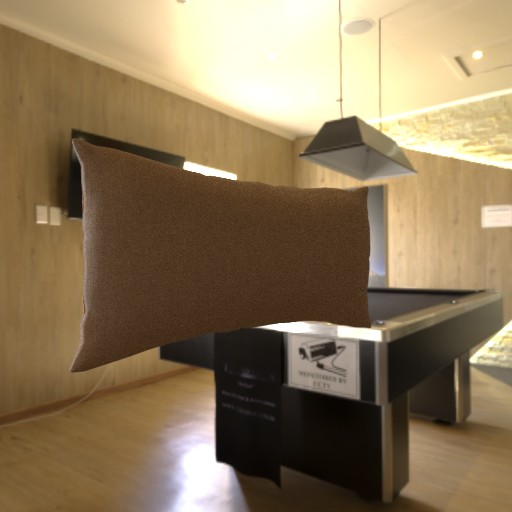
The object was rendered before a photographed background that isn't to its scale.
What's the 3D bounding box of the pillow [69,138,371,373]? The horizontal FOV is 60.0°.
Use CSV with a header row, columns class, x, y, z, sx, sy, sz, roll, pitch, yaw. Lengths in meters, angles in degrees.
class,x,y,z,sx,sy,sz,roll,pitch,yaw
pillow,0.000,0.000,0.763,0.612,0.308,0.148,0,0,-37
